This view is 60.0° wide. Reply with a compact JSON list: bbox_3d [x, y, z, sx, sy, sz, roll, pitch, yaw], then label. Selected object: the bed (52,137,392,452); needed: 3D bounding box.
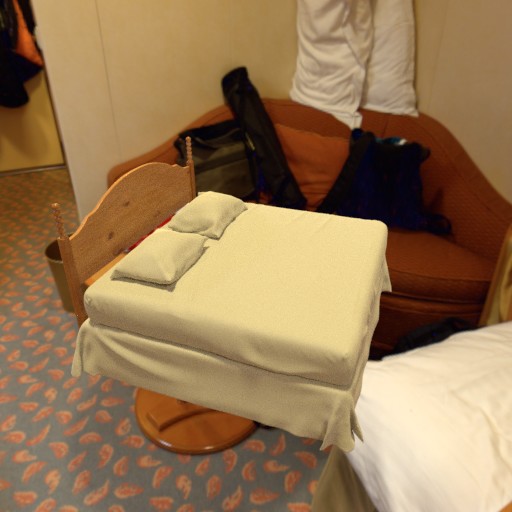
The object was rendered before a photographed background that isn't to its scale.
[{"bbox_3d":[0.000,0.000,3.696,2.219,1.355,2.322,10,31,18],"label":"bed"}]
